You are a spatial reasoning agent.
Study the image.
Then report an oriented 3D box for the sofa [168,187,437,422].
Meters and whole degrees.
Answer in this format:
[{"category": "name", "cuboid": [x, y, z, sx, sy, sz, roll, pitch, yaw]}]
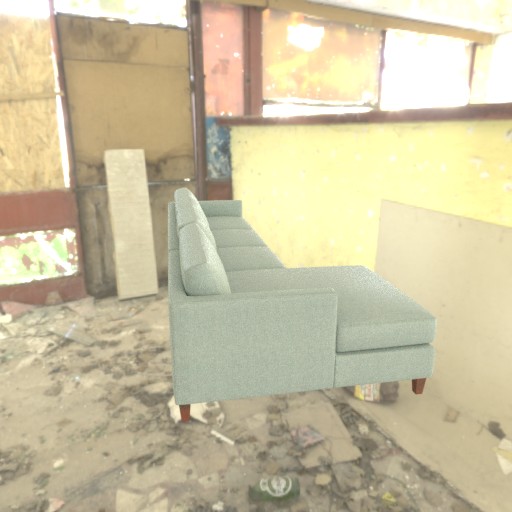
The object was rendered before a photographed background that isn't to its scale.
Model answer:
[{"category": "sofa", "cuboid": [0.000, 0.000, 4.132, 1.600, 0.953, 3.470, -3, 16, -10]}]
